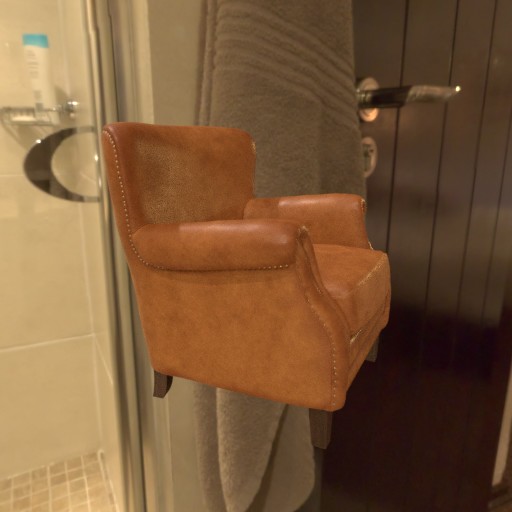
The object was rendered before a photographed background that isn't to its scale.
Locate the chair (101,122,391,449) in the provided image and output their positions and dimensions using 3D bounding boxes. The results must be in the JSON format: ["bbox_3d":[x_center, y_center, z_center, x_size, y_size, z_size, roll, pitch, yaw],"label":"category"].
[{"bbox_3d":[0.000,0.000,1.626,0.921,0.936,0.861,7,16,26],"label":"chair"}]
